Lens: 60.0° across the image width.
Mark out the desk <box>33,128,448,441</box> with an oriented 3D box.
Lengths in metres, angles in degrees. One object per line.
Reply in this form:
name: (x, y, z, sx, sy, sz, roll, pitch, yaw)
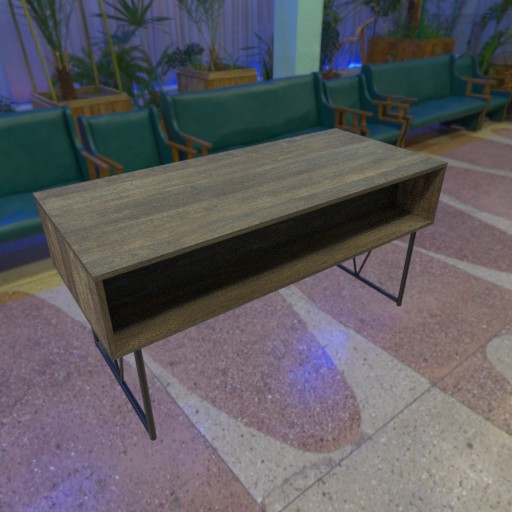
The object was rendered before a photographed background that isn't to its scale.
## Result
desk: (0.000, 0.000, 2.048, 1.600, 0.780, 0.730, -20, 36, -30)
